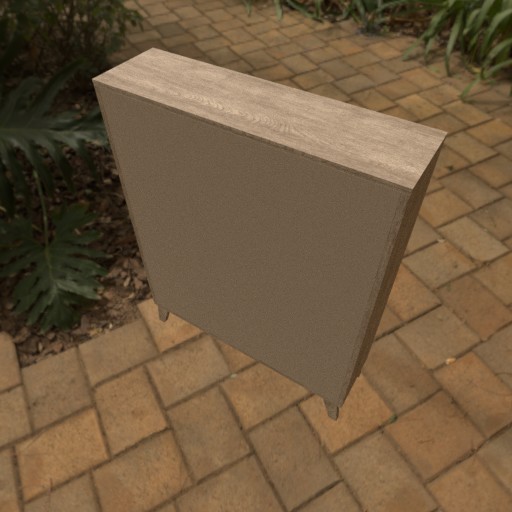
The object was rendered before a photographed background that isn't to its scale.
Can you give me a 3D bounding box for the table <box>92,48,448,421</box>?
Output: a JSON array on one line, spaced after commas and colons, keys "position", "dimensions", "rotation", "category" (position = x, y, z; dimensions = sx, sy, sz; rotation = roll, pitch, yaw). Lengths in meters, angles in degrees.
[{"position": [0.000, 0.000, 1.539], "dimensions": [0.902, 1.135, 0.256], "rotation": [25, 52, 21], "category": "table"}]
